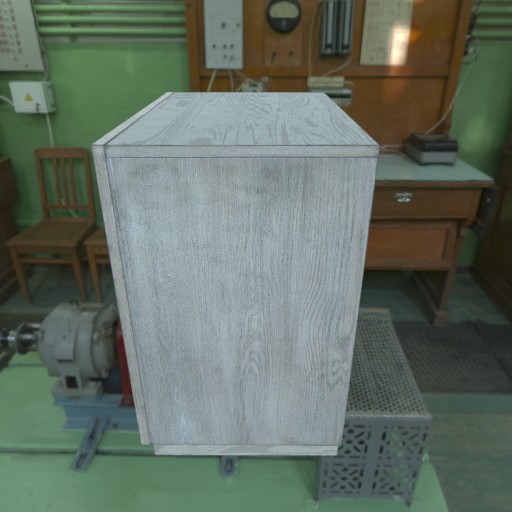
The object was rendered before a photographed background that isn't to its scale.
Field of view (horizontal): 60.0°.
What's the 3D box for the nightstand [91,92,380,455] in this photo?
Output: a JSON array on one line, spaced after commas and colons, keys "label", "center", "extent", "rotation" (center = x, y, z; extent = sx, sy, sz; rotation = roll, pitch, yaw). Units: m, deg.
[{"label": "nightstand", "center": [0.000, 0.000, 1.068], "extent": [0.483, 0.673, 0.612], "rotation": [0, 27, 0]}]
